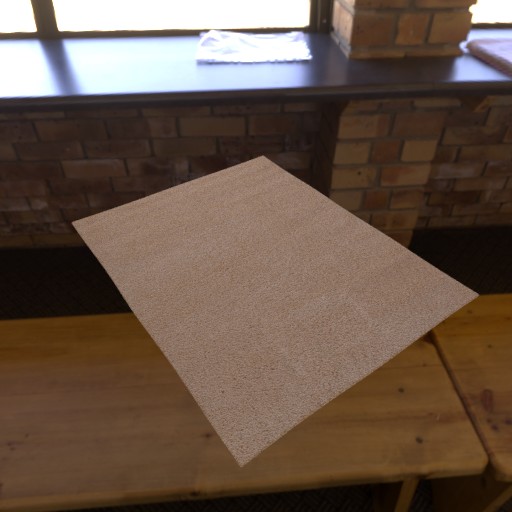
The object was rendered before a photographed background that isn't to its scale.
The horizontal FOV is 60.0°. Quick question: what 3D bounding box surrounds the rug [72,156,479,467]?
[{"bbox_3d":[0.000,0.000,4.072,2.400,0.025,3.000,-25,46,-27],"label":"rug"}]
